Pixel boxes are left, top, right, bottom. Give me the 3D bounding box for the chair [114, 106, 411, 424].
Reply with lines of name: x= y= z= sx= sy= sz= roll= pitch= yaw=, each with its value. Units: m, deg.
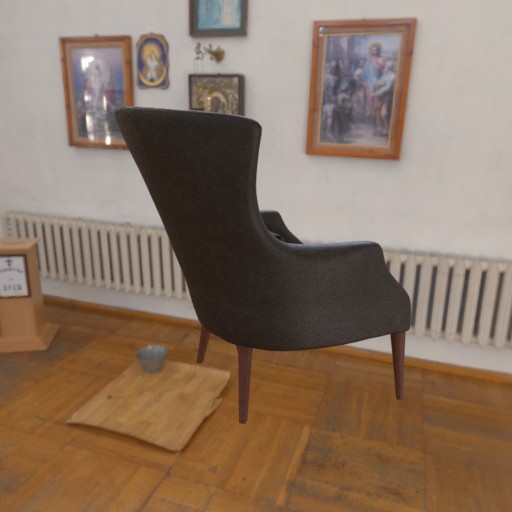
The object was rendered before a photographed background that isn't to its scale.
chair: x=0.000 y=0.000 z=1.711 sx=0.954 sy=1.068 sz=0.819 roll=-7 pitch=17 yaw=-25
